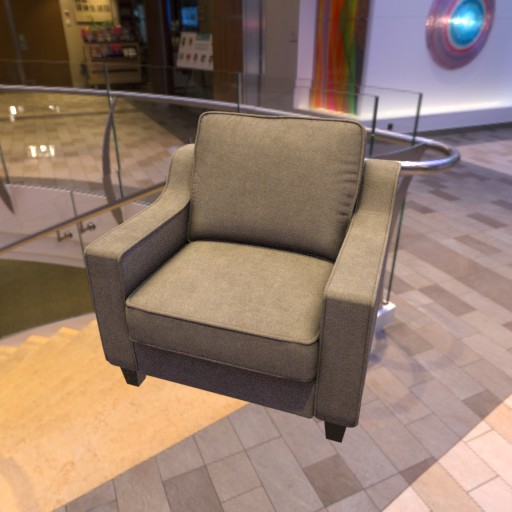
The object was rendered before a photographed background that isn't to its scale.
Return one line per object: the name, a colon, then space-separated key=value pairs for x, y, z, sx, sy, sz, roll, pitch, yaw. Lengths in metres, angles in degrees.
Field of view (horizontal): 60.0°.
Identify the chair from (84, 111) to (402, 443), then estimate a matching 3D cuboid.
chair: x=0.000 y=0.000 z=1.663 sx=0.926 sy=0.944 sz=0.840 roll=9 pitch=29 yaw=17
